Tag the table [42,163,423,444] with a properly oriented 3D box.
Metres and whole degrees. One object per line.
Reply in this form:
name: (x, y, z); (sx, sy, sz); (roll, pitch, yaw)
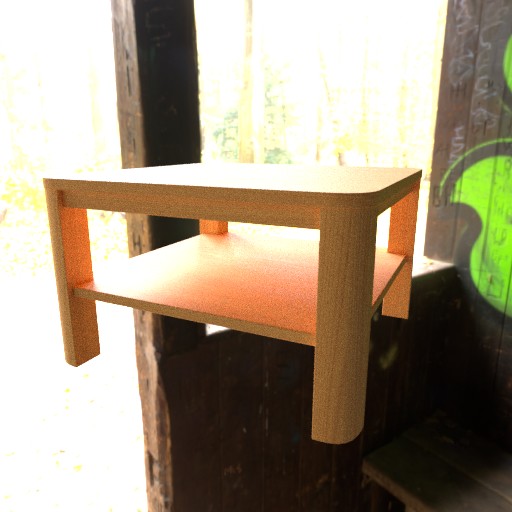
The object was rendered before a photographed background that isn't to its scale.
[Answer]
table: (0.000, 0.000, 1.202); (0.750, 0.450, 0.750); (7, 16, 25)
